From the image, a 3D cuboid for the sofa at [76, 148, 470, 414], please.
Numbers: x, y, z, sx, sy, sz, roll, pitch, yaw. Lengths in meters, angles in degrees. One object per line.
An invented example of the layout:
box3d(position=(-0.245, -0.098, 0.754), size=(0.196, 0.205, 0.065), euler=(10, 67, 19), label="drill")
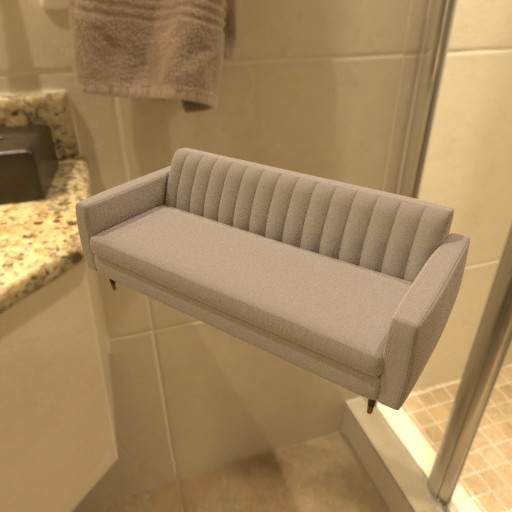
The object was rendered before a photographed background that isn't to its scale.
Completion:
box3d(position=(0.000, 0.000, 2.768), size=(2.291, 0.821, 0.990), euler=(19, 35, 29), label="sofa")
